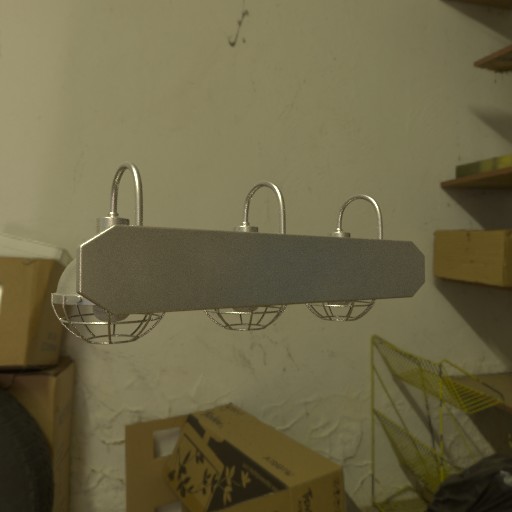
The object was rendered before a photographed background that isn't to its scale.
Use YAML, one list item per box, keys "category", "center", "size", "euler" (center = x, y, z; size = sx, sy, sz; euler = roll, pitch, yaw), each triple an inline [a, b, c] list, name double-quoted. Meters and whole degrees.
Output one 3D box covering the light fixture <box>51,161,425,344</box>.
- category: "light fixture"
  center: [0.000, 0.000, 0.764]
  size: [0.634, 0.254, 0.229]
  euler: [1, -2, -35]
